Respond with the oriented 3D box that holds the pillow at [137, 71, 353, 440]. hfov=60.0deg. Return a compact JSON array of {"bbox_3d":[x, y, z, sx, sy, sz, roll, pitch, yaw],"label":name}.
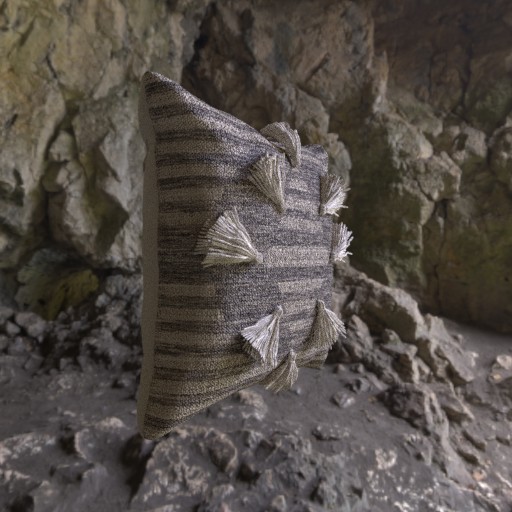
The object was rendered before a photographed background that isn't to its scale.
[{"bbox_3d":[0.000,0.000,0.770,0.234,0.490,0.484,0,0,35],"label":"pillow"}]
